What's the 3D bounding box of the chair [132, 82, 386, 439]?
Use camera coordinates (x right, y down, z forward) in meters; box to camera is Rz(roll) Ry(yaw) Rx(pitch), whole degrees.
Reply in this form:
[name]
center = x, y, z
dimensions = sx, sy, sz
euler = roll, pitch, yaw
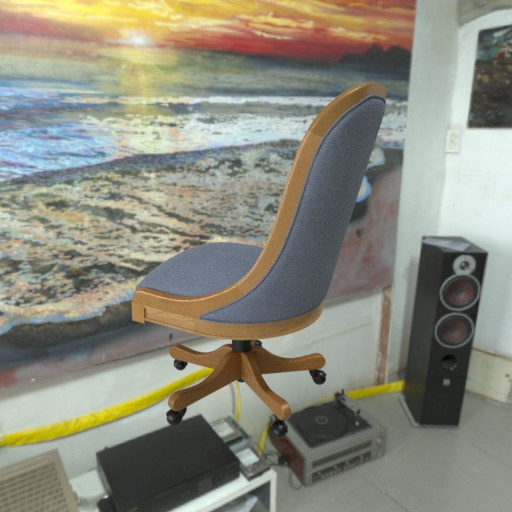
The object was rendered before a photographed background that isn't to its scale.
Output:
[chair]
center = 0.000, 0.000, 1.460
dimensions = 0.735, 1.031, 0.605
euler = 8, 18, 25
